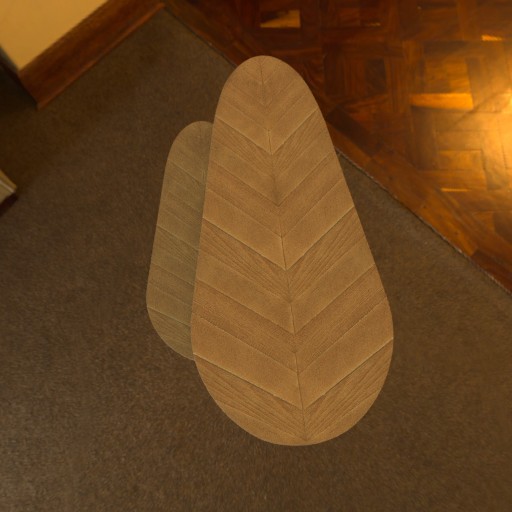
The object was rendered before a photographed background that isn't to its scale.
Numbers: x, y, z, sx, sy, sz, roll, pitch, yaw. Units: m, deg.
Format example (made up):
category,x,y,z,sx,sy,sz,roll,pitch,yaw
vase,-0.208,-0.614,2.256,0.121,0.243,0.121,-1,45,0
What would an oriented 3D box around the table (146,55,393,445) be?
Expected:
category,x,y,z,sx,sy,sz,roll,pitch,yaw
table,0.000,0.000,1.584,0.701,0.595,1.190,-5,75,-1
